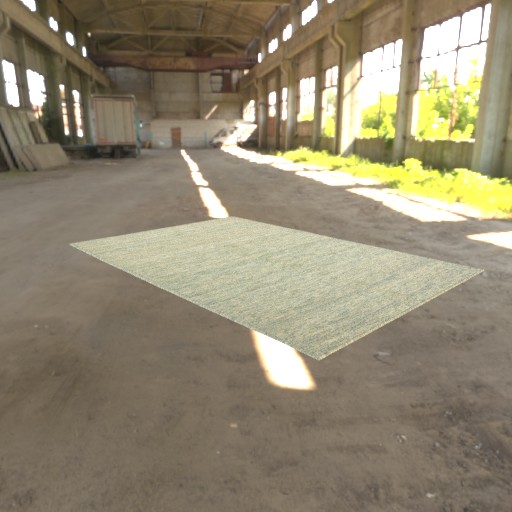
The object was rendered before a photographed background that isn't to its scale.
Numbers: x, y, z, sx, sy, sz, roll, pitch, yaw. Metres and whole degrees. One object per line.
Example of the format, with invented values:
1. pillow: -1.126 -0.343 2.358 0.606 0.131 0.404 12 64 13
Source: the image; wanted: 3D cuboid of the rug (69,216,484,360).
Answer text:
1. rug: 0.000 0.000 2.347 1.250 0.015 1.850 -15 21 -41
